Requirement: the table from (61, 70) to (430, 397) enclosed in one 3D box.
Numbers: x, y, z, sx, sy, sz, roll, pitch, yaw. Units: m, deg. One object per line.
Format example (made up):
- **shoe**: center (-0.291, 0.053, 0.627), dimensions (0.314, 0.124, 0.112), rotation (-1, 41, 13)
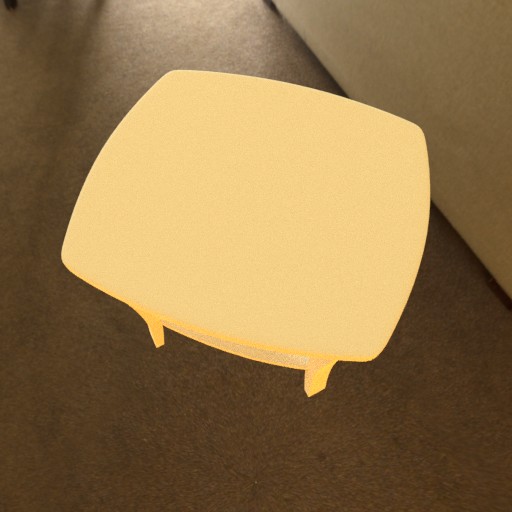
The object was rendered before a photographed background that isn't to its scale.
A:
- **table**: center (0.000, 0.000, 0.848), dimensions (0.502, 0.438, 0.451), rotation (16, 64, 8)
